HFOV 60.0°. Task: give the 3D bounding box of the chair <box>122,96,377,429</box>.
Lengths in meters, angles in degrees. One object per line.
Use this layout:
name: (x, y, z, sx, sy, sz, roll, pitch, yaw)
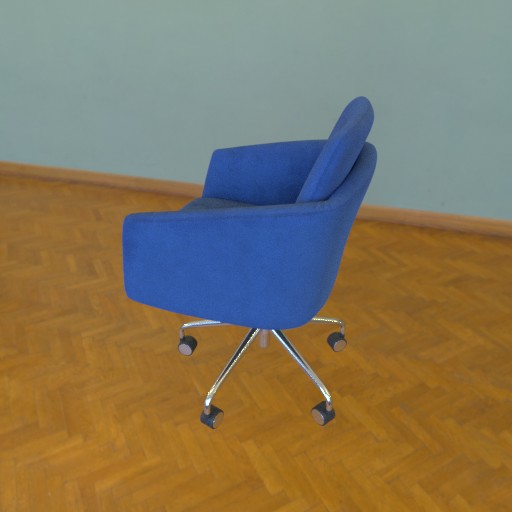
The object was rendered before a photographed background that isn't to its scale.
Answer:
chair: (0.000, 0.000, 1.361, 0.635, 0.908, 0.641, 8, 31, 14)
